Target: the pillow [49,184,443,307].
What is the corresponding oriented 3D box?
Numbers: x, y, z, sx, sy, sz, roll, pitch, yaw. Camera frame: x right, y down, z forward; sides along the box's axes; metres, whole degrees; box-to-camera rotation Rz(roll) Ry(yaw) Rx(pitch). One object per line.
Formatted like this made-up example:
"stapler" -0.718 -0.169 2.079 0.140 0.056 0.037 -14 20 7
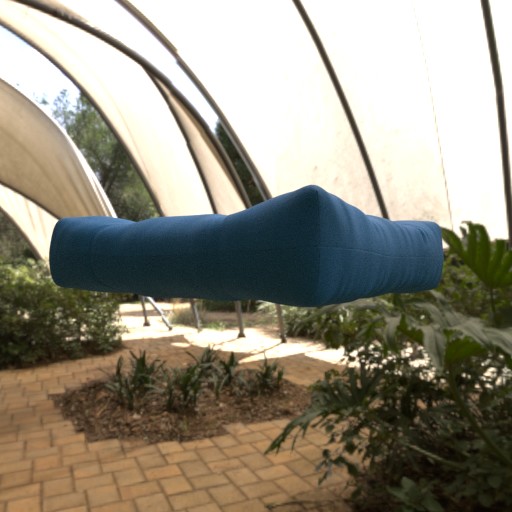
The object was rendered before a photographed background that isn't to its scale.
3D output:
"pillow" 0.000 0.000 0.727 0.490 0.128 0.468 -1 -2 36
